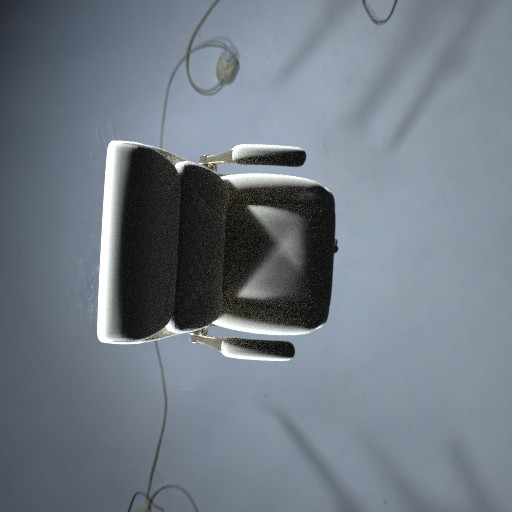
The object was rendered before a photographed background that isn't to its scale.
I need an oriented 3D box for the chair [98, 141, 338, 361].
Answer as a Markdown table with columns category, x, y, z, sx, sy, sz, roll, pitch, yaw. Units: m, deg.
| category | x | y | z | sx | sy | sz | roll | pitch | yaw |
| --- | --- | --- | --- | --- | --- | --- | --- | --- | --- |
| chair | 0.000 | 0.000 | 1.615 | 0.794 | 1.110 | 0.740 | 0 | 90 | -1 |
